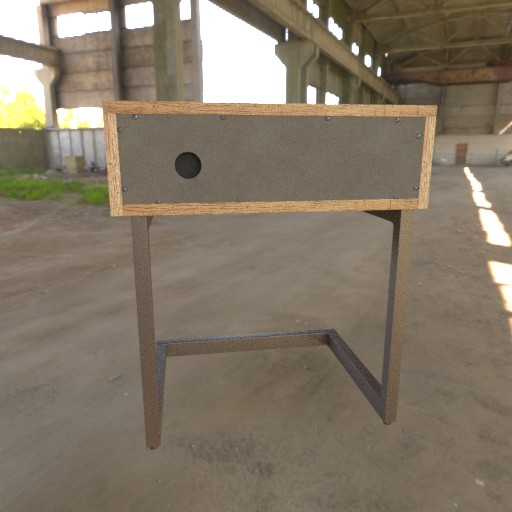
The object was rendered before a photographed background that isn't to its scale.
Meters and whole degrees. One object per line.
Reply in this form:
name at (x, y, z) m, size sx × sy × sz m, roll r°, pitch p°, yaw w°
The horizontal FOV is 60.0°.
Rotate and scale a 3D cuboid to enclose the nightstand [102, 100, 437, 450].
nightstand at (0.000, 0.000, 1.027) m, size 0.558 × 0.632 × 0.481 m, roll -2°, pitch 14°, yaw -9°
